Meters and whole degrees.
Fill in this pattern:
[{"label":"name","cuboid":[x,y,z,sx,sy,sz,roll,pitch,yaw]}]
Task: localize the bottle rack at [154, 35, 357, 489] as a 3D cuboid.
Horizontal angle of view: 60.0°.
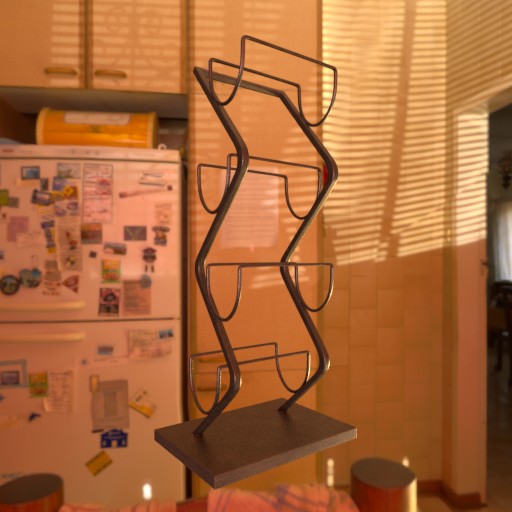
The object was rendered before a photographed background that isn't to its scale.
[{"label":"bottle rack","cuboid":[0.000,0.000,0.675,0.254,0.559,0.178,0,0,-36]}]
